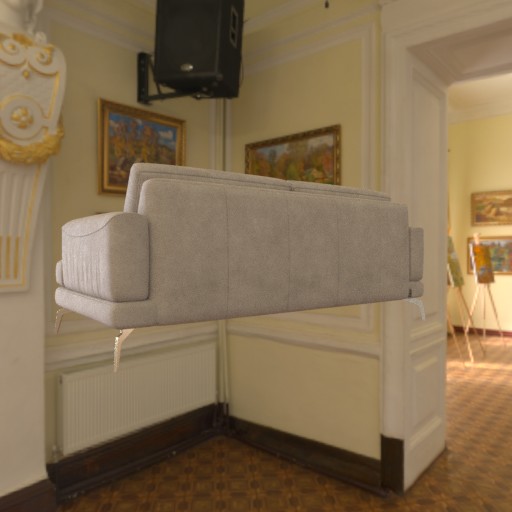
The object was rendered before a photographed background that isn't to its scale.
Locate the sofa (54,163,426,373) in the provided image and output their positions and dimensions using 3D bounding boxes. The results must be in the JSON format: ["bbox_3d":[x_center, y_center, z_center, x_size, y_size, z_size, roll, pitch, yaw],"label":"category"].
[{"bbox_3d":[0.000,0.000,2.584,2.013,0.830,0.980,-1,1,-37],"label":"sofa"}]
